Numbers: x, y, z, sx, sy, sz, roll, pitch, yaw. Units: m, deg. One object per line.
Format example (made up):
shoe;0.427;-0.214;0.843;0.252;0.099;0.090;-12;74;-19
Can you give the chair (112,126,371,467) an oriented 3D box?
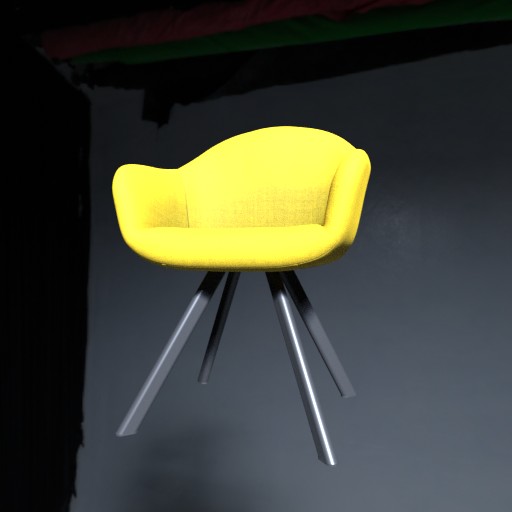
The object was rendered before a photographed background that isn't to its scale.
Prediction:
chair;0.000;0.000;1.171;0.590;0.795;0.550;0;0;17
